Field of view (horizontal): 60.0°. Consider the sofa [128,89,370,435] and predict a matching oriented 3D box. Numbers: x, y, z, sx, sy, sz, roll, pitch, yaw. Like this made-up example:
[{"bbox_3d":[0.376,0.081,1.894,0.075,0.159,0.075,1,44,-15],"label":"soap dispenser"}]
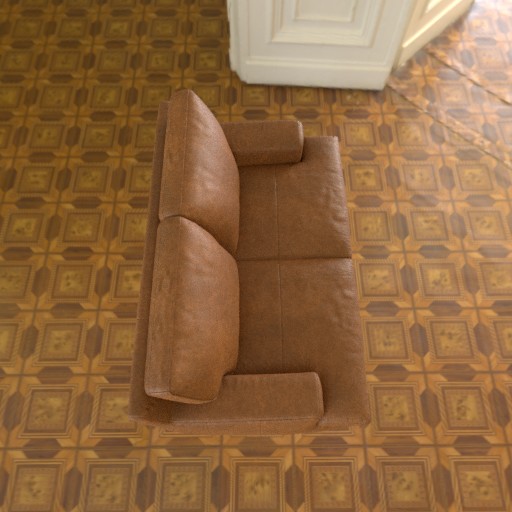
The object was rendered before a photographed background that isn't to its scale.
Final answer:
[{"bbox_3d":[0.000,0.000,2.536,1.144,0.966,1.880,-1,65,0],"label":"sofa"}]
